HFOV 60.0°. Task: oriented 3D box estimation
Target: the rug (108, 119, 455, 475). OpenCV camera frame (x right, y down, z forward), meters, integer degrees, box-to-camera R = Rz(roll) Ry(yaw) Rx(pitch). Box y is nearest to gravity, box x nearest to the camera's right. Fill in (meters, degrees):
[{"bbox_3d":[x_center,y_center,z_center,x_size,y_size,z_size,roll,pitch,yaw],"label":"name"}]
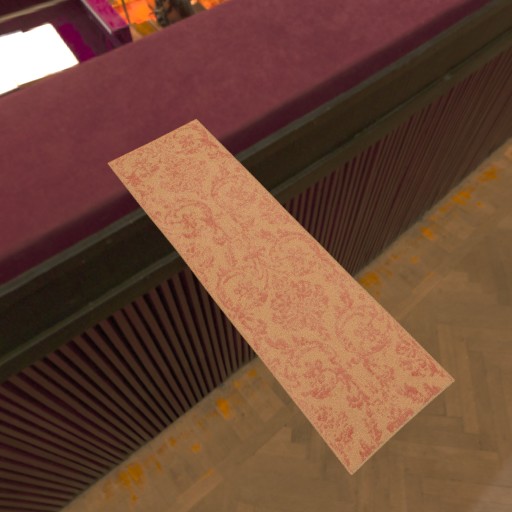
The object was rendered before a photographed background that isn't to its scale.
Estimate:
[{"bbox_3d":[0.000,0.000,2.410,0.662,0.011,2.196,-33,64,-18],"label":"rug"}]
